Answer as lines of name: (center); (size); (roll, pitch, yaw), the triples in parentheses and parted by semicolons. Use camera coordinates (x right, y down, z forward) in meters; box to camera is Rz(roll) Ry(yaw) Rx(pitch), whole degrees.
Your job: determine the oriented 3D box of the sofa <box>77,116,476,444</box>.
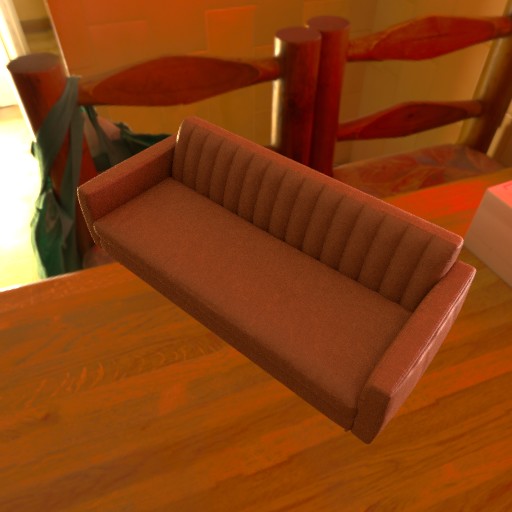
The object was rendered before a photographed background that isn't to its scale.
sofa: (0.000, 0.000, 2.736); (2.291, 0.821, 0.990); (31, 53, 27)
